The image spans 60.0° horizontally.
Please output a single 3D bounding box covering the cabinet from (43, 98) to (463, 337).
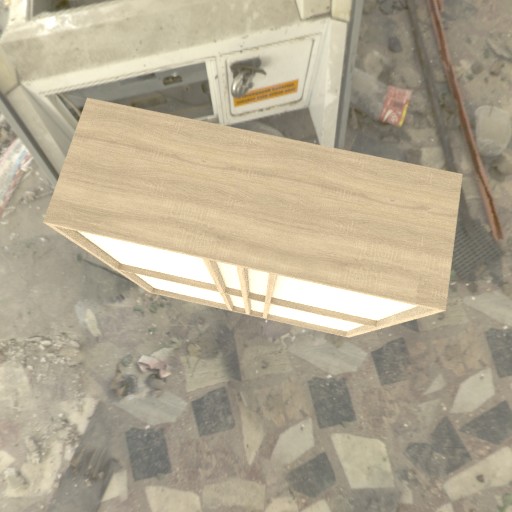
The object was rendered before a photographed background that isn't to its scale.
[{"bbox_3d":[0.000,0.000,1.910,1.111,1.388,0.398,12,77,3],"label":"cabinet"}]
